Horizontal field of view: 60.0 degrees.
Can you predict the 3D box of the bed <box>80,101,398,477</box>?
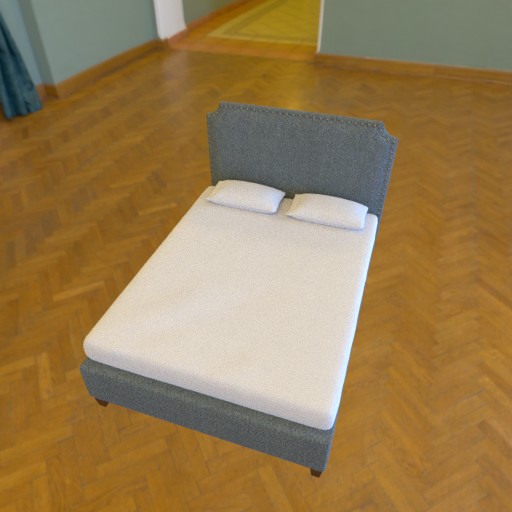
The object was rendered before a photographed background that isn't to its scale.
[{"bbox_3d":[0.000,0.000,3.408,1.712,1.443,2.372,12,41,14],"label":"bed"}]
